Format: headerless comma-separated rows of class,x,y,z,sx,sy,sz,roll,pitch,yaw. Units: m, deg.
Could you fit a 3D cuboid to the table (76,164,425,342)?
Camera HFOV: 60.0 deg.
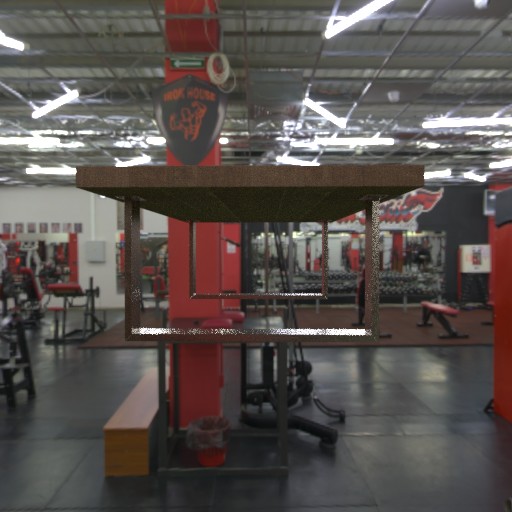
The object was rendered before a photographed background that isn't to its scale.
table,0.000,0.000,1.717,0.800,0.440,1.400,0,1,1
